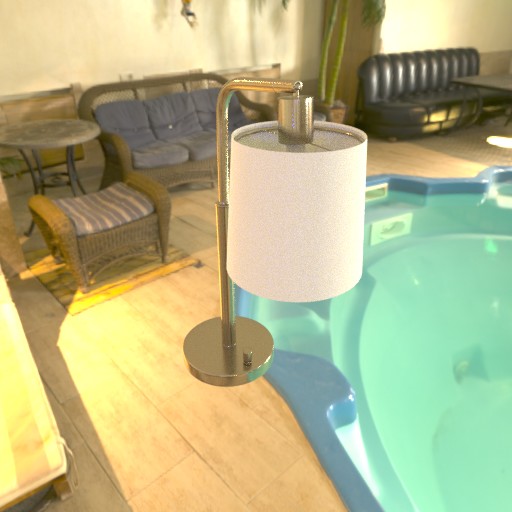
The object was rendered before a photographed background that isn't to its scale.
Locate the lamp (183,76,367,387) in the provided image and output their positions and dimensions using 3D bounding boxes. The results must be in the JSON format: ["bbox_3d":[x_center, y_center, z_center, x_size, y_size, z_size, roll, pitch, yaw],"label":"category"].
[{"bbox_3d":[0.000,0.000,0.635,0.171,0.489,0.333,-20,35,-31],"label":"lamp"}]
